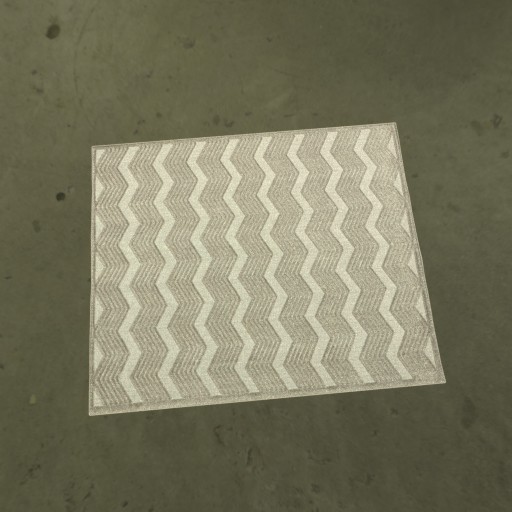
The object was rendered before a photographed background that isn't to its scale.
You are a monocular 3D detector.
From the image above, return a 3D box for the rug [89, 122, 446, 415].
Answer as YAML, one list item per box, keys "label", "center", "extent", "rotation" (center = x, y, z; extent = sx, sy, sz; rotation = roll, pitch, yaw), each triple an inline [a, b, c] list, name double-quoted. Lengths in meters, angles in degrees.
- label: "rug"
  center: [0.000, 0.000, 3.871]
  extent: [2.880, 0.005, 2.391]
  rotation: [-5, 75, -1]
